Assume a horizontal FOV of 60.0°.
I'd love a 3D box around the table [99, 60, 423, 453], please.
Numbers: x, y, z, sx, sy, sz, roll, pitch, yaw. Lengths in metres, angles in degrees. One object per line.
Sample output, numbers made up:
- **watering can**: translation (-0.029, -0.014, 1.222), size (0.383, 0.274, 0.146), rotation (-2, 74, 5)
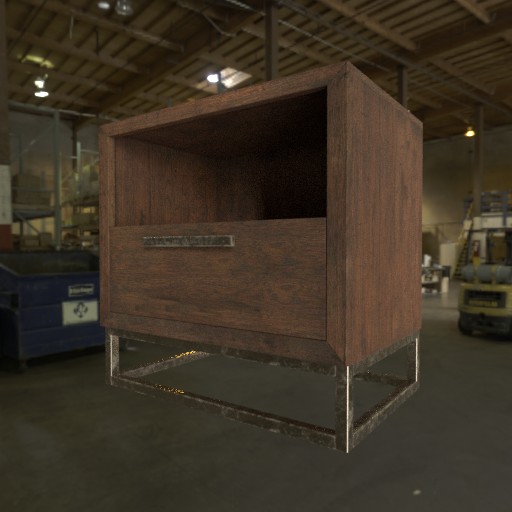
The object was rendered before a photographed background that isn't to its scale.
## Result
- **table**: translation (0.000, 0.000, 1.251), size (0.767, 0.746, 0.542), rotation (1, 1, 36)
